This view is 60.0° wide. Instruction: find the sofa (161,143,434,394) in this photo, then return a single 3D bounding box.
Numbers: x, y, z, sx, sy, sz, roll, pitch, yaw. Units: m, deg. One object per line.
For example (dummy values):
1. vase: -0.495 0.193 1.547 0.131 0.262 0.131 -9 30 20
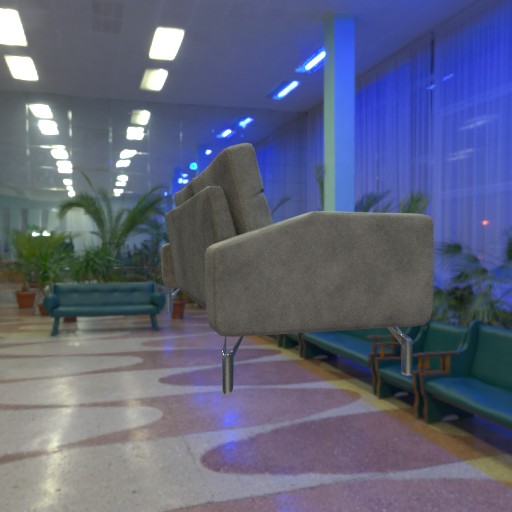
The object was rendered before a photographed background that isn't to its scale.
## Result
1. sofa: 0.000 0.000 2.395 0.849 0.859 1.837 0 2 -17
